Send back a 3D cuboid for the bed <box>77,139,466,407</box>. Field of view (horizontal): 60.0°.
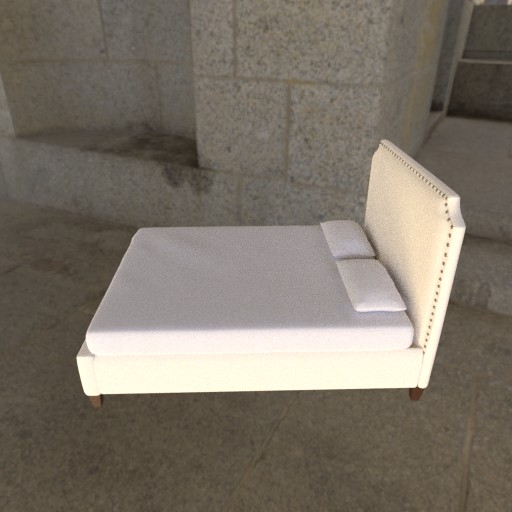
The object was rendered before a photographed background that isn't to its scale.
[{"bbox_3d":[0.000,0.000,3.484,2.372,1.497,1.712,-1,27,-1],"label":"bed"}]
